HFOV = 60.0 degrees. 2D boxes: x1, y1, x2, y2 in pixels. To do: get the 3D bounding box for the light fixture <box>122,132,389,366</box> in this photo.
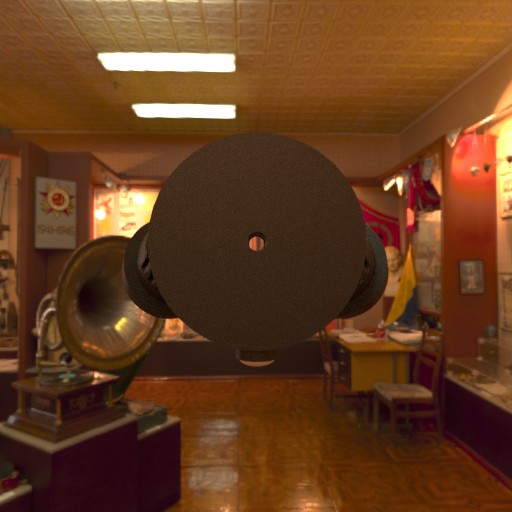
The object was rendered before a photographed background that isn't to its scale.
[{"bbox_3d":[0.000,0.000,0.303,0.213,0.120,0.168,0,-1,0],"label":"light fixture"}]
